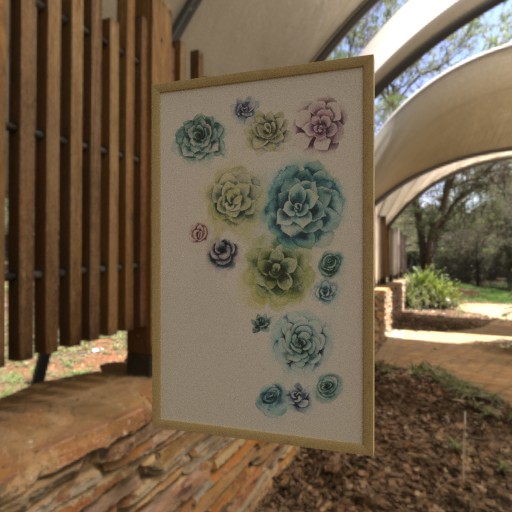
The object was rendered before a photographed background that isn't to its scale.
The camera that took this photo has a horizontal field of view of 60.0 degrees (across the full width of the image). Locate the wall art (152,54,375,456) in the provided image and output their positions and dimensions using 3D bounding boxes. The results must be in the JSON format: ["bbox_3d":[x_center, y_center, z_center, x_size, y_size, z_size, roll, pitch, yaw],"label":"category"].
[{"bbox_3d":[0.000,0.000,0.985,0.510,0.810,0.039,0,0,18],"label":"wall art"}]
